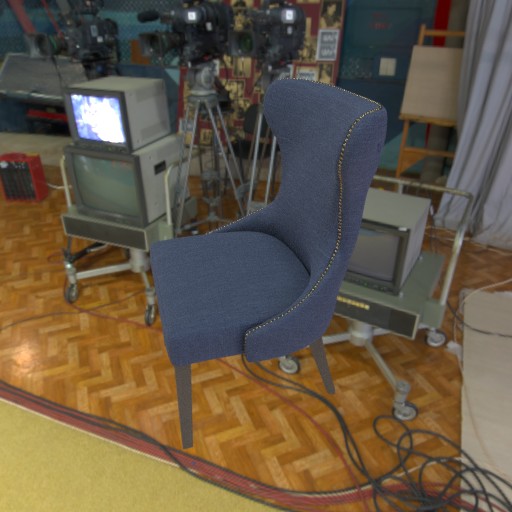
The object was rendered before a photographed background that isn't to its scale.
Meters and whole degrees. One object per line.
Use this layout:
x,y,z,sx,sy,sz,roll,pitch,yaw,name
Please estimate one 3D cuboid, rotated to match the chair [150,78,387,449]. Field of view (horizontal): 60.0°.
0.000,0.000,1.391,0.635,0.967,0.628,-8,31,-14,chair
